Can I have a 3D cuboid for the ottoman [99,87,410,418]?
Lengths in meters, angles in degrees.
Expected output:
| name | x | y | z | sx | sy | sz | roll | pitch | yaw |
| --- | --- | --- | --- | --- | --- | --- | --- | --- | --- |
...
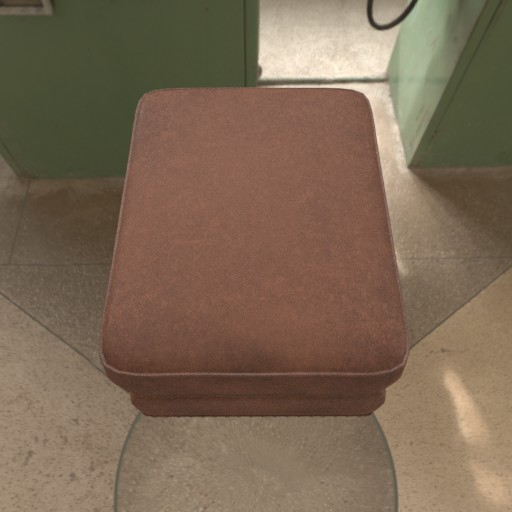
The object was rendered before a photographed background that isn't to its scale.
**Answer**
| name | x | y | z | sx | sy | sz | roll | pitch | yaw |
| --- | --- | --- | --- | --- | --- | --- | --- | --- | --- |
| ottoman | 0.000 | 0.000 | 1.122 | 0.589 | 0.537 | 0.738 | 0 | 63 | 0 |
